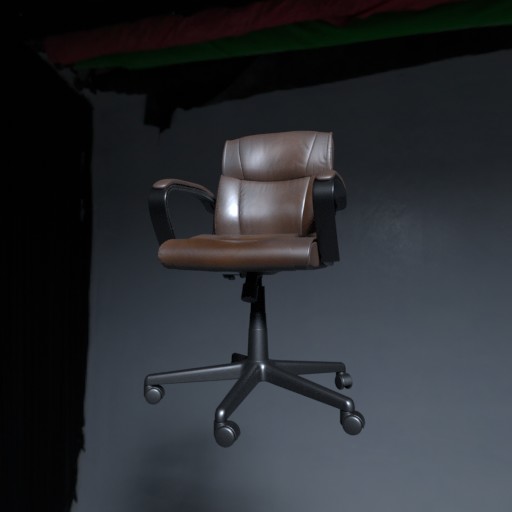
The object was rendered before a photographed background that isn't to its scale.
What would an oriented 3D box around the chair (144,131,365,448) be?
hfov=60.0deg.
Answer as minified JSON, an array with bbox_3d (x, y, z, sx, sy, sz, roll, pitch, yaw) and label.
[{"bbox_3d":[0.000,0.000,1.504,0.739,1.004,0.717,0,0,17],"label":"chair"}]
